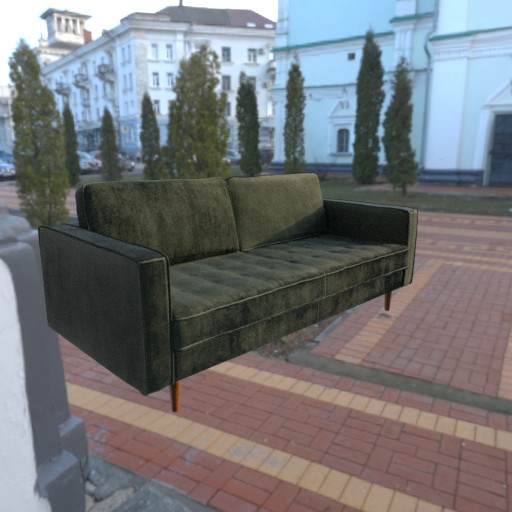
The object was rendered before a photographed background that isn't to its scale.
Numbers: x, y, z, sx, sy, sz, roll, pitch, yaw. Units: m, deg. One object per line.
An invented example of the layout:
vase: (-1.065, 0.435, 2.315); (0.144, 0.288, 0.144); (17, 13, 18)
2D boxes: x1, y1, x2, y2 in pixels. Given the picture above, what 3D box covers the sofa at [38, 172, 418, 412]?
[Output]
sofa: (0.000, 0.000, 2.244); (1.816, 0.781, 0.886); (-13, 18, -43)
